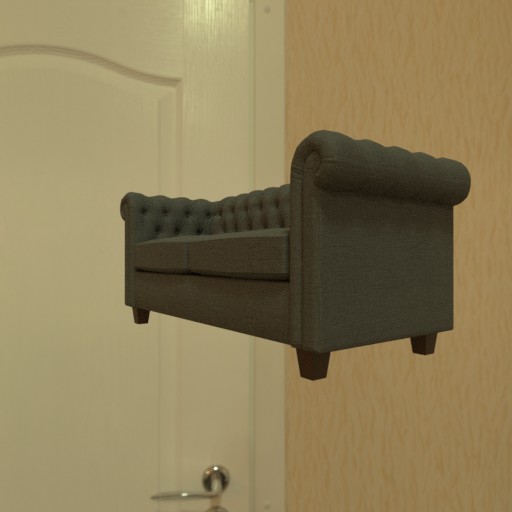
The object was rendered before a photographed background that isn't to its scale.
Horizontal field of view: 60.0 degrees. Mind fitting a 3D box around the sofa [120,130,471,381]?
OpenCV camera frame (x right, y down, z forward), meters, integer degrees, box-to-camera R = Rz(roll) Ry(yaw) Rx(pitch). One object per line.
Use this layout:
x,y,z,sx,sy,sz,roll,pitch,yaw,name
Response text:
0.000,0.000,2.221,0.783,0.797,1.798,0,0,-36,sofa
